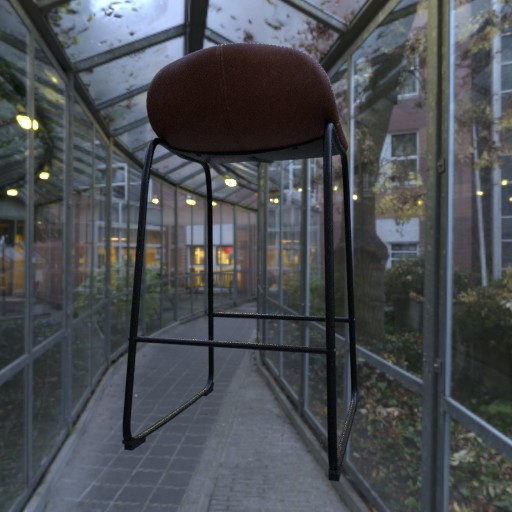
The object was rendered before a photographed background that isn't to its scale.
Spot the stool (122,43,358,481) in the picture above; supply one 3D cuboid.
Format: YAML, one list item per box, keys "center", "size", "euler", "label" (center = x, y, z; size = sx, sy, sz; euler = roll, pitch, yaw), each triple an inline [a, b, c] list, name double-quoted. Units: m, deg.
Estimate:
- center: [0.000, 0.000, 1.087]
  size: [0.454, 0.830, 0.473]
  euler: [0, 0, 17]
  label: "stool"
